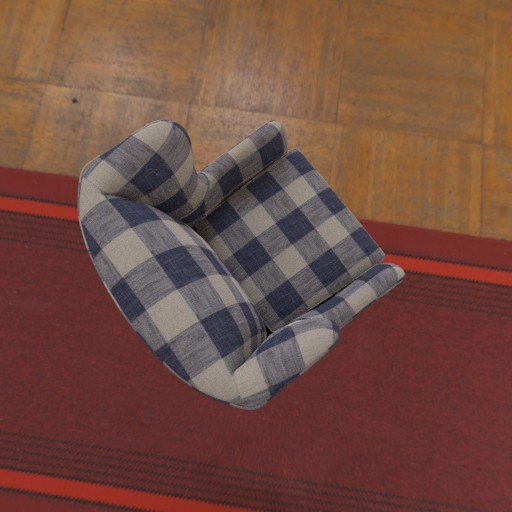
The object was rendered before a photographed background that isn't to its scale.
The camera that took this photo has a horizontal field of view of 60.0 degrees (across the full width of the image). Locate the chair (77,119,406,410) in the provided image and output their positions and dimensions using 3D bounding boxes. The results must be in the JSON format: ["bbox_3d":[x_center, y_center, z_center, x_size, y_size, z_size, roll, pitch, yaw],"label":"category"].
[{"bbox_3d":[0.000,0.000,1.706,0.889,1.041,0.830,-36,79,-8],"label":"chair"}]
